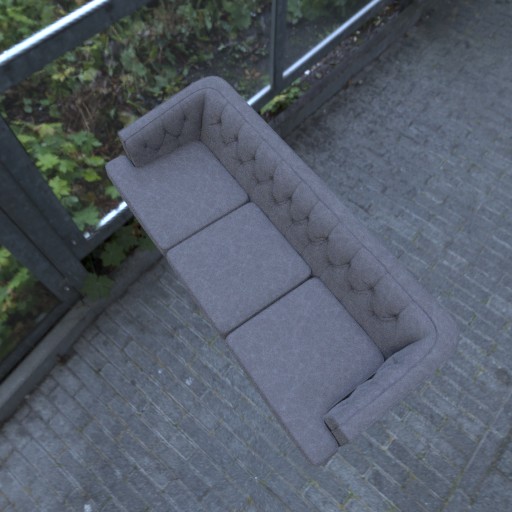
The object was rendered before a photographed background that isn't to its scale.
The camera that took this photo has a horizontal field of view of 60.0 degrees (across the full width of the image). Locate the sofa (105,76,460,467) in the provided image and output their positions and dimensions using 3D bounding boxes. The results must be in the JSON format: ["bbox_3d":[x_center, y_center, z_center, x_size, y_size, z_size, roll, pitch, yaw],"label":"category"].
[{"bbox_3d":[0.000,0.000,2.688,0.917,0.806,2.247,-33,68,-15],"label":"sofa"}]
